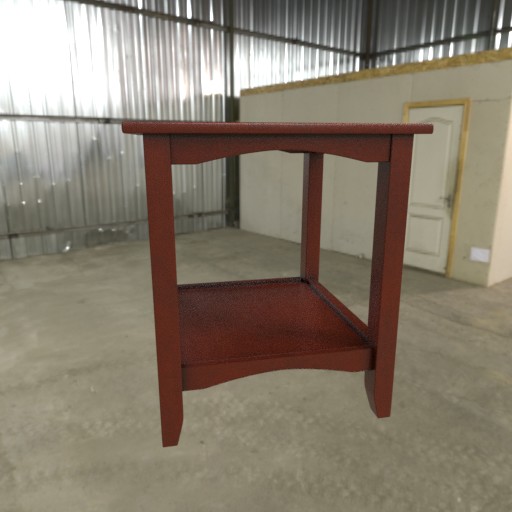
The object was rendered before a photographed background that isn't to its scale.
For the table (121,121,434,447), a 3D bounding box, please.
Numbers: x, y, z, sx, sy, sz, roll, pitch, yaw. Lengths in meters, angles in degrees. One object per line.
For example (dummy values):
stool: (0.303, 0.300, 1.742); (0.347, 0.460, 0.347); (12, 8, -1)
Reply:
table: (0.000, 0.000, 0.995); (0.522, 0.558, 0.523); (-2, 15, -9)
